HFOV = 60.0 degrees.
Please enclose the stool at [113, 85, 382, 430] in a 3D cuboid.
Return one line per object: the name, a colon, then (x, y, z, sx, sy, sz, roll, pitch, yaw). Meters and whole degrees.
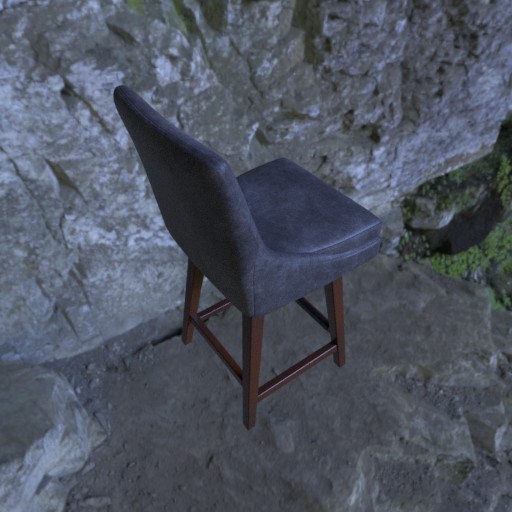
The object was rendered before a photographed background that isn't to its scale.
stool: (0.000, 0.000, 1.389, 0.587, 1.046, 0.492, -26, 48, -26)
